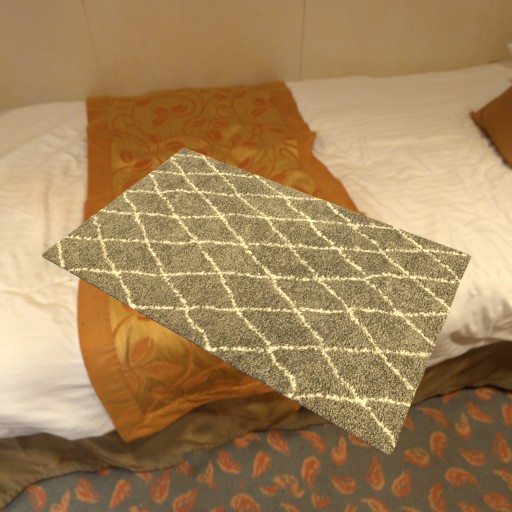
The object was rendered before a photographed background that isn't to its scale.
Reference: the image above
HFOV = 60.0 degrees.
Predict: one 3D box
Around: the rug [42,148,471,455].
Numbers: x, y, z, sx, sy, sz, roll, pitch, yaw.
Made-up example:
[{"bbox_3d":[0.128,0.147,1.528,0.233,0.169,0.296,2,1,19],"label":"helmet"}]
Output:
[{"bbox_3d":[0.000,0.000,2.958,2.438,0.030,1.524,24,51,22],"label":"rug"}]
